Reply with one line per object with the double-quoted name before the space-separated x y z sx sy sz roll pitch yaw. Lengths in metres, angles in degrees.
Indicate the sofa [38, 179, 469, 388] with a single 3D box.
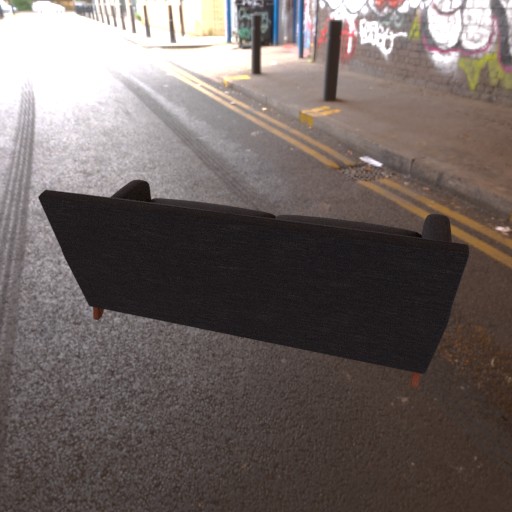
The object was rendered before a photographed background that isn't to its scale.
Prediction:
"sofa" 0.000 0.000 2.426 1.976 0.846 0.875 9 31 15
